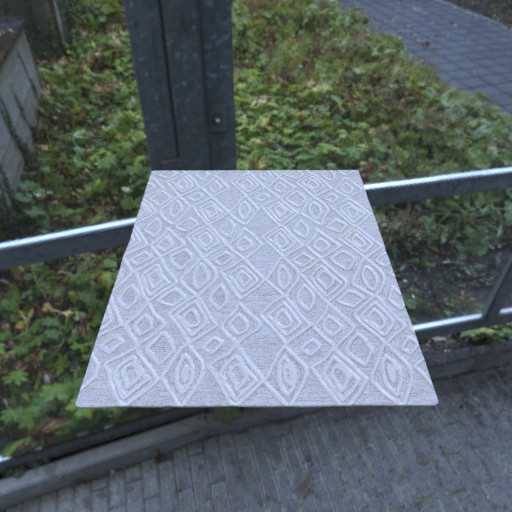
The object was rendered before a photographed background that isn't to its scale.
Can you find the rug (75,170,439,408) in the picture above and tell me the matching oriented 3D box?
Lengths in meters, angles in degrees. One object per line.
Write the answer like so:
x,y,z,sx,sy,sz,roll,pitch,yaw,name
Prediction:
0.000,0.000,4.097,2.449,0.025,3.049,0,41,0,rug
